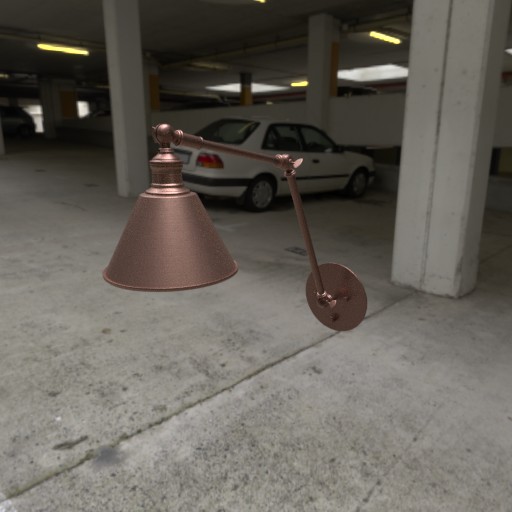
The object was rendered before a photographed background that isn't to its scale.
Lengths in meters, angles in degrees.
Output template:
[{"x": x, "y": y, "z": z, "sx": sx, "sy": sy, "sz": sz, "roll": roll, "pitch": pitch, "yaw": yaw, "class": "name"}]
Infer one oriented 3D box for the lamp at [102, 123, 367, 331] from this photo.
[{"x": 0.000, "y": 0.000, "z": 0.890, "sx": 0.223, "sy": 0.502, "sz": 0.624, "roll": 14, "pitch": 21, "yaw": 43, "class": "lamp"}]
